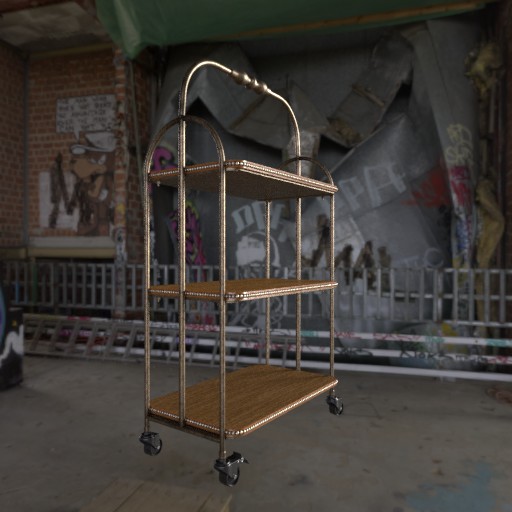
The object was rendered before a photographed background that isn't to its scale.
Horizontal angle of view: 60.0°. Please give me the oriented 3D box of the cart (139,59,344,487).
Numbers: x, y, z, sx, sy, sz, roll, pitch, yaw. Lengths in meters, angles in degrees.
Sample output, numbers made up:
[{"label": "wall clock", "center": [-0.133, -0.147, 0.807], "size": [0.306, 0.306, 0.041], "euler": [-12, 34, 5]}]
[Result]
[{"label": "cart", "center": [0.000, 0.000, 1.321], "size": [0.330, 1.052, 0.650], "euler": [0, 0, 36]}]
